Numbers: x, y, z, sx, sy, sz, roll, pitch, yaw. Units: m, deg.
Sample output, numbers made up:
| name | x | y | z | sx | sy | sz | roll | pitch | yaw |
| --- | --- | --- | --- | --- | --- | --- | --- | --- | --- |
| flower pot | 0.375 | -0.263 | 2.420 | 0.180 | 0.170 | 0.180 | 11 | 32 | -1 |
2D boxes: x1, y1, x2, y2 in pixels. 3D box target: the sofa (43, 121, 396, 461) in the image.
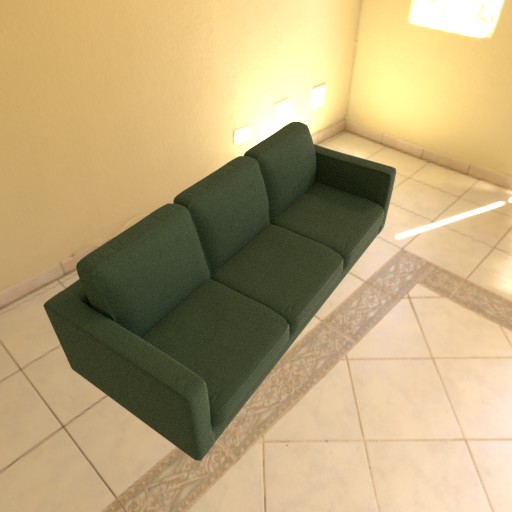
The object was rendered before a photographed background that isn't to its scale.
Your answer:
| name | x | y | z | sx | sy | sz | roll | pitch | yaw |
| --- | --- | --- | --- | --- | --- | --- | --- | --- | --- |
| sofa | 0.000 | 0.000 | 2.529 | 0.879 | 0.899 | 2.029 | 24 | 46 | 26 |
